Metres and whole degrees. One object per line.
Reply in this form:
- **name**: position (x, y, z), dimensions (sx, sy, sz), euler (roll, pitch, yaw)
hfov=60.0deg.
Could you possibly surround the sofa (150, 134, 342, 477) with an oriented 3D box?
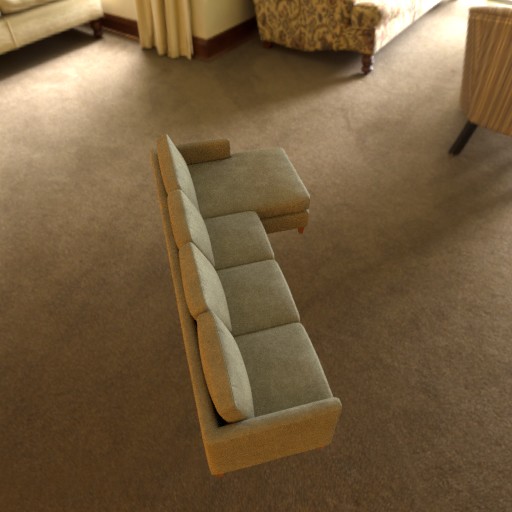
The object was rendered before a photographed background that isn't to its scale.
- **sofa**: position (0.000, 0.000, 4.205), dimensions (1.604, 0.950, 3.471), euler (-11, 47, -10)
